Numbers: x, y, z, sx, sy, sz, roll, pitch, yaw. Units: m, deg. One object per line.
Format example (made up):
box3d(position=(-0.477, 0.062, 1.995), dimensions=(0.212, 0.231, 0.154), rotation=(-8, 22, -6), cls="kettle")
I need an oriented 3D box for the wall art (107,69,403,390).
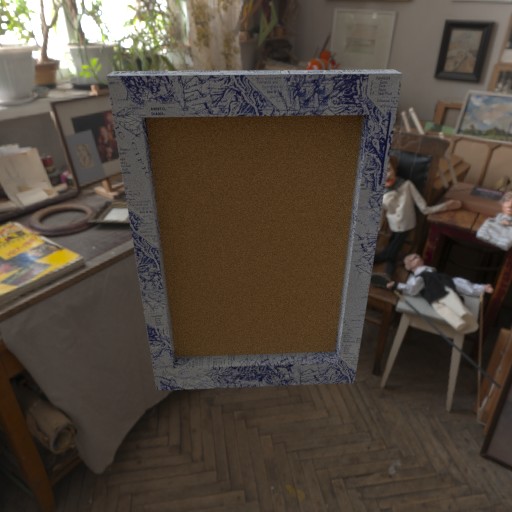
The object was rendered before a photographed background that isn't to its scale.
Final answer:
box3d(position=(0.000, 0.000, 0.486), dimensions=(0.255, 0.376, 0.025), rotation=(-1, 30, -2), cls="wall art")
